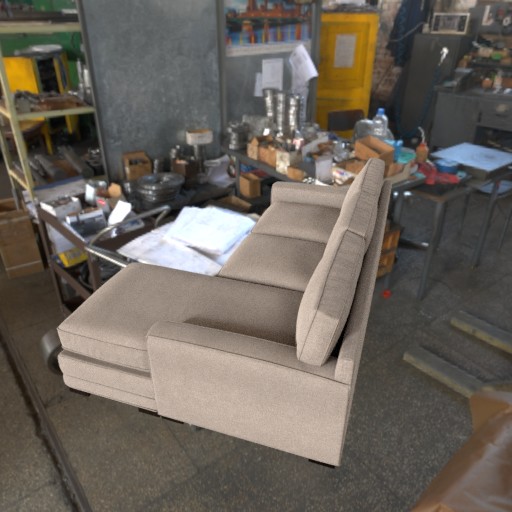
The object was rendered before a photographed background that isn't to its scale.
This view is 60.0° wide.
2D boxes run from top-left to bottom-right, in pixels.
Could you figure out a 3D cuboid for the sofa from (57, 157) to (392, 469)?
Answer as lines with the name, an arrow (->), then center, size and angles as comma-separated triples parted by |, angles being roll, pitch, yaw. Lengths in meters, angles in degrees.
sofa -> 0.000, 0.000, 2.853 | 1.496, 0.861, 2.087 | 10, 31, 16
